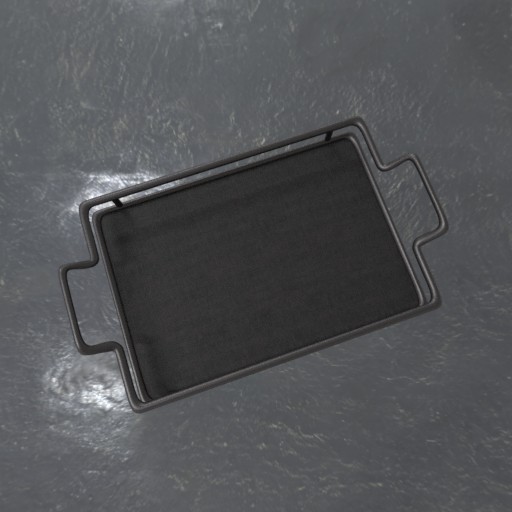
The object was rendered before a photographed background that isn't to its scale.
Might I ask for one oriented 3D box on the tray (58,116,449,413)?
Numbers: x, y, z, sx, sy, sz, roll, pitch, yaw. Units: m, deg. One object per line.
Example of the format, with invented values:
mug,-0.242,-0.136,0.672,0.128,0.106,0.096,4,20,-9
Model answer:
tray,0.000,0.000,0.610,0.495,0.101,0.297,-18,78,-4
